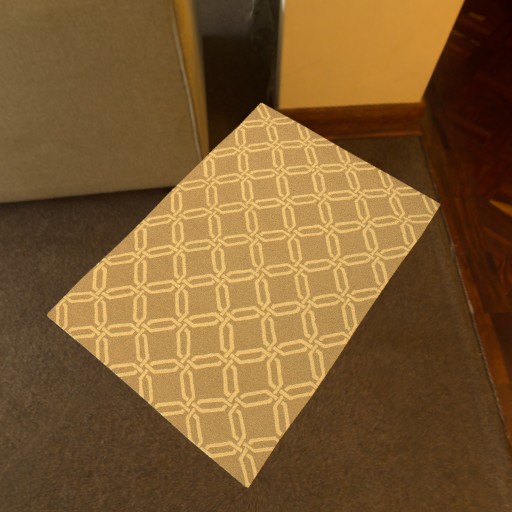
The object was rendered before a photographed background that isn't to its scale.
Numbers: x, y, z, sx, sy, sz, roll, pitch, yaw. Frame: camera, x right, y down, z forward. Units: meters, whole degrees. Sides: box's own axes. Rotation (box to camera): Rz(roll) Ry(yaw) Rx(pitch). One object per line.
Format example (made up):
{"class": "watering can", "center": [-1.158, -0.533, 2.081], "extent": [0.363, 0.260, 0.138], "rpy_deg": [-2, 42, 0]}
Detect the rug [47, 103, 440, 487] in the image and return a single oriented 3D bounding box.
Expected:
{"class": "rug", "center": [0.000, 0.000, 2.801], "extent": [1.524, 0.013, 2.135], "rpy_deg": [34, 69, 16]}
